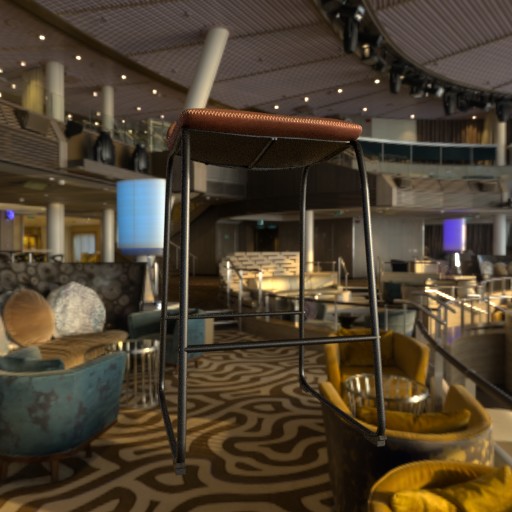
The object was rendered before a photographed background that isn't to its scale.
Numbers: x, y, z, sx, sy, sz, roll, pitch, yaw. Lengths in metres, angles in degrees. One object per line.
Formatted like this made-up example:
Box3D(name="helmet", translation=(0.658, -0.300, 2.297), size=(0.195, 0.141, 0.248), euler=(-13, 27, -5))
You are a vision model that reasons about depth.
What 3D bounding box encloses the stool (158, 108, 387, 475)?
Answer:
Box3D(name="stool", translation=(0.000, 0.000, 1.118), size=(0.454, 0.830, 0.473), euler=(0, 1, -17))
